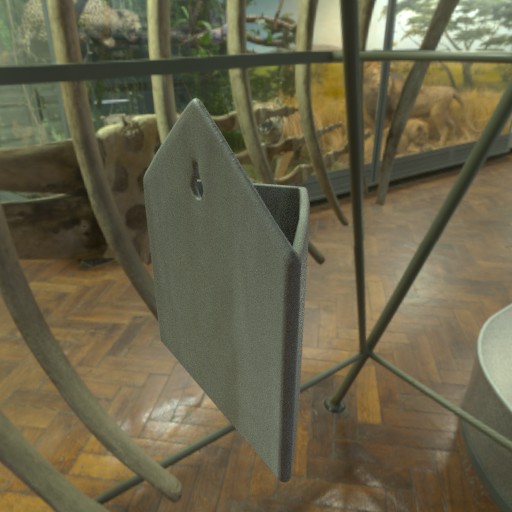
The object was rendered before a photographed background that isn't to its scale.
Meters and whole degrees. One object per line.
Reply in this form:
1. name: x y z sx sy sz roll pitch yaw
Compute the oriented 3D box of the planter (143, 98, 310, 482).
1. planter: 0.000 0.000 0.281 0.080 0.194 0.163 -17 30 -31
